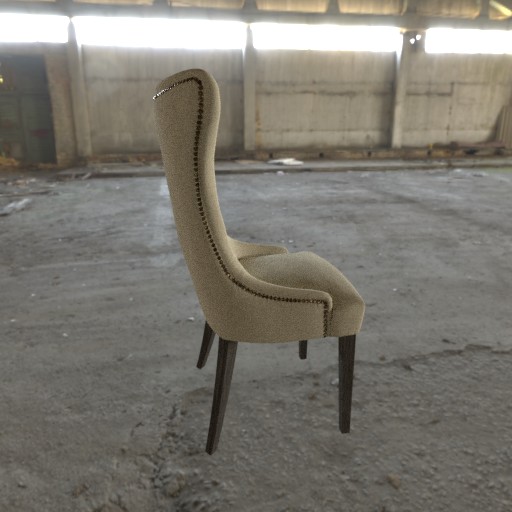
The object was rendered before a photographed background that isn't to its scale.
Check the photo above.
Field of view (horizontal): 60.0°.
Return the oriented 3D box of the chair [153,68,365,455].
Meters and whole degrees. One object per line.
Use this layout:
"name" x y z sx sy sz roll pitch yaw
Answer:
"chair" 0.000 0.000 1.437 0.590 1.065 0.584 -3 17 -10
